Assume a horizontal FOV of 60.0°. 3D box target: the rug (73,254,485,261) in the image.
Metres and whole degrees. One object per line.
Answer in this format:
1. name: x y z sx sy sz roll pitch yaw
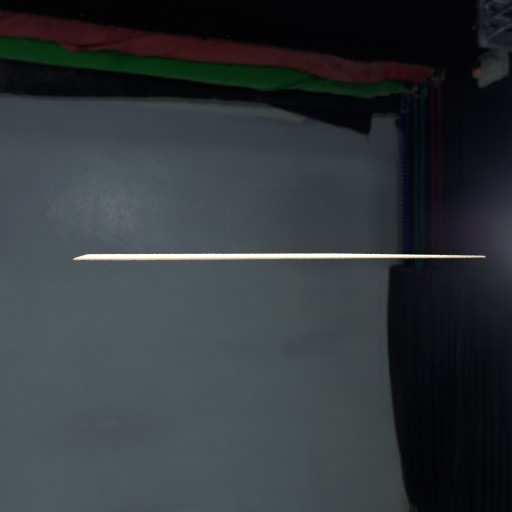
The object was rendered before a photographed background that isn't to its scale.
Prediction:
1. rug: 0.000 0.000 3.961 2.895 0.018 2.288 0 1 -19
